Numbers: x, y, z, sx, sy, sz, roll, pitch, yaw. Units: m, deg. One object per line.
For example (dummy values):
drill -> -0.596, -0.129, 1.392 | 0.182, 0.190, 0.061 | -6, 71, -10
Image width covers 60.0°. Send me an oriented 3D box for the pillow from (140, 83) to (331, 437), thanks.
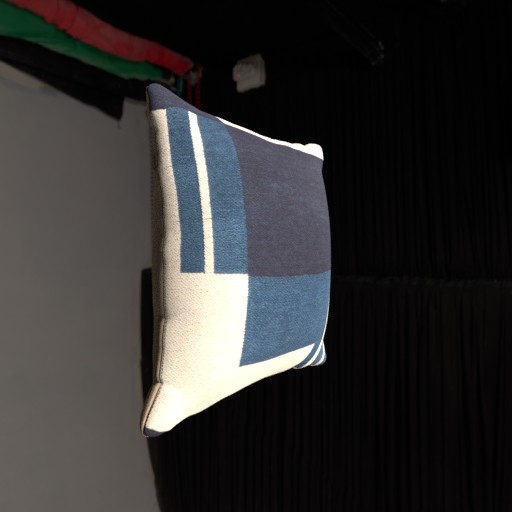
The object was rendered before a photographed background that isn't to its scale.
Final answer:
pillow -> 0.000, 0.000, 0.827 | 0.229, 0.506, 0.536 | 0, 0, 36
